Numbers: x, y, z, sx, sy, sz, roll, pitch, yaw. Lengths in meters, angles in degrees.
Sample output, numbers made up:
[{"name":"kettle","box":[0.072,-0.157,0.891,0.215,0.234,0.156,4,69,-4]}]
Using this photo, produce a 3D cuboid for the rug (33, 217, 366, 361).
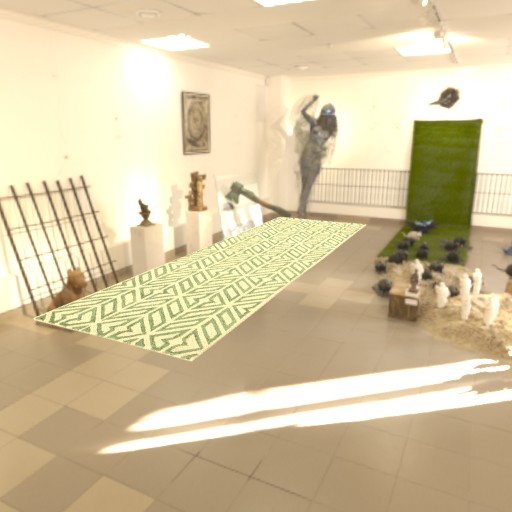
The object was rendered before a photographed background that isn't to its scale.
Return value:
[{"name":"rug","box":[0.000,0.000,2.629,0.750,0.009,2.435,8,17,25]}]
